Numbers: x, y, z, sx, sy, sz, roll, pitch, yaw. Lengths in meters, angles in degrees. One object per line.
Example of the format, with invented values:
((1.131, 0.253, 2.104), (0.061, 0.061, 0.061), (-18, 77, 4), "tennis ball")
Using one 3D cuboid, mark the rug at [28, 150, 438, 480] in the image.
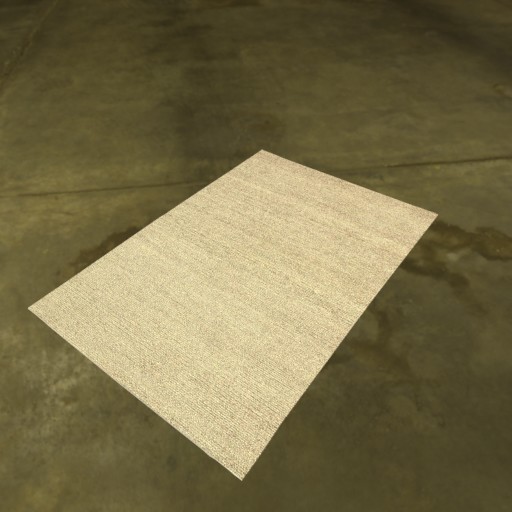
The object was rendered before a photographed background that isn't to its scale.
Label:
((0.000, 0.000, 2.930), (1.609, 0.030, 2.342), (27, 49, 26), "rug")
